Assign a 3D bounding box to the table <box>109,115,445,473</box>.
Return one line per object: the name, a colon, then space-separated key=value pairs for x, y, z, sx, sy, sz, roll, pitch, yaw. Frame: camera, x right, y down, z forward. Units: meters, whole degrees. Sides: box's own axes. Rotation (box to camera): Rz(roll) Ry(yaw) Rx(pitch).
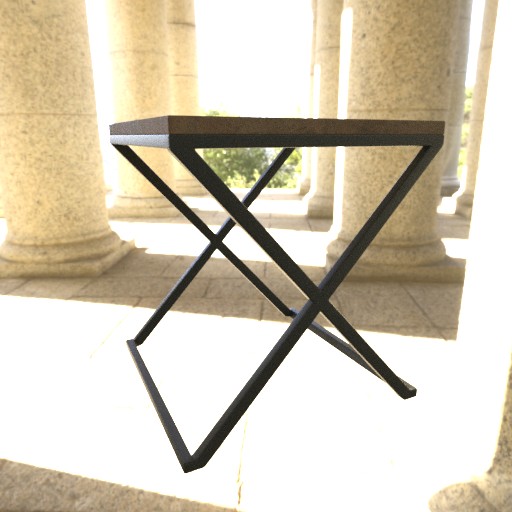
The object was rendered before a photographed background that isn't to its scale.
table: x=0.000 y=0.000 z=0.954 sx=0.498 sy=0.550 sz=0.499 roll=-7 pitch=17 yaw=-25
